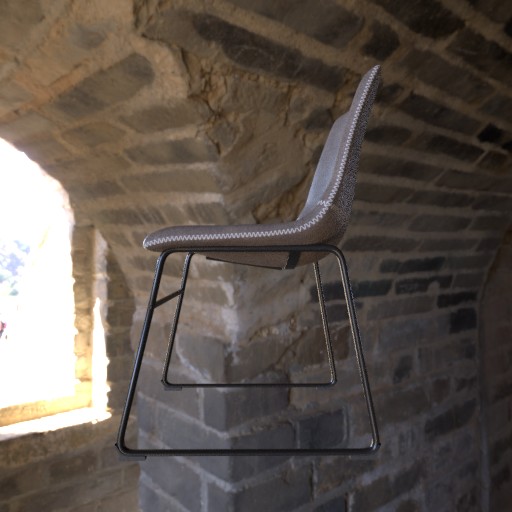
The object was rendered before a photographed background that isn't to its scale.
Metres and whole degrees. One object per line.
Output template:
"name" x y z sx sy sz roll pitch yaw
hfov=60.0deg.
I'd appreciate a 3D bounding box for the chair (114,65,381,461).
"chair" 0.000 0.000 1.068 0.550 0.780 0.460 0 0 -1
